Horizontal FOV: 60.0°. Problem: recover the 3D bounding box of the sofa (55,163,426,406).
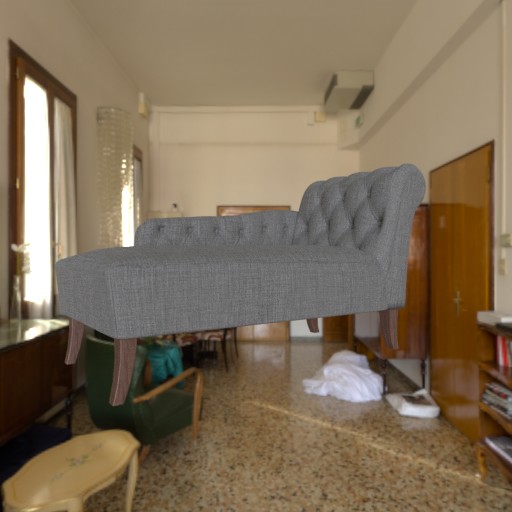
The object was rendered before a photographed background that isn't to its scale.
[{"bbox_3d":[0.000,0.000,1.779,1.379,0.787,0.675,0,0,-35],"label":"sofa"}]
